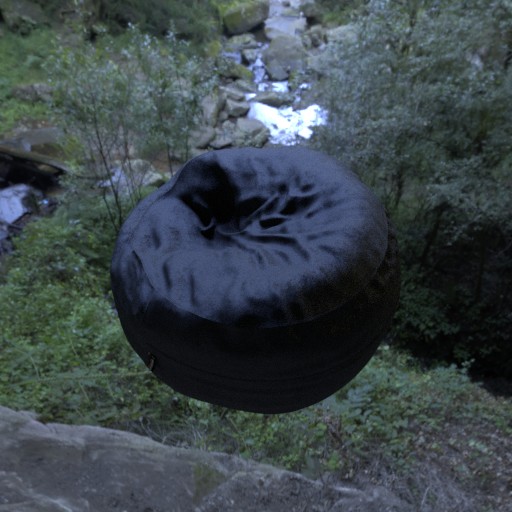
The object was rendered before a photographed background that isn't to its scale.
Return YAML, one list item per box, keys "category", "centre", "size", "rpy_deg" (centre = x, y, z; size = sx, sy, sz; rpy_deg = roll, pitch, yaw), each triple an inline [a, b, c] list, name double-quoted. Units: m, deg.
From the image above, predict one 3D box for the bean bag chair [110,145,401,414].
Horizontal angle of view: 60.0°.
- category: "bean bag chair"
  centre: [0.000, 0.000, 2.377]
  size: [1.525, 0.751, 1.525]
  rpy_deg: [0, 47, 0]
